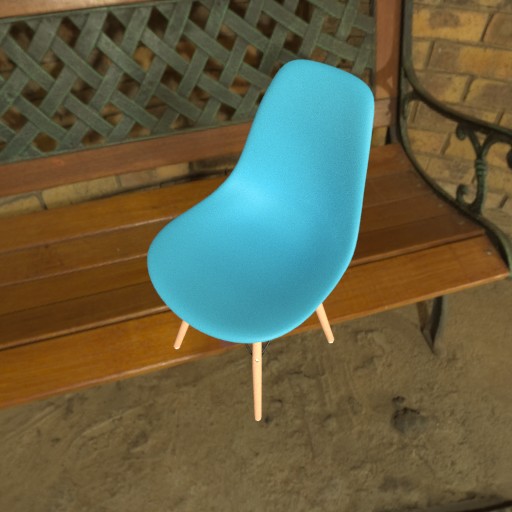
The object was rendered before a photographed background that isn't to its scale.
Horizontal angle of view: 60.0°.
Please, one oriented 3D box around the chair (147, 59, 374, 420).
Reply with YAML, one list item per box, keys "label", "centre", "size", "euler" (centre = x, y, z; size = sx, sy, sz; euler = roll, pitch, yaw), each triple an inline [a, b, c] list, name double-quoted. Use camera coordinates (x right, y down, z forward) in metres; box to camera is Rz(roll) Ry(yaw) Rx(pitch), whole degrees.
- label: "chair"
  centre: [0.000, 0.000, 1.166]
  size: [0.470, 0.826, 0.531]
  euler: [33, 55, 27]
